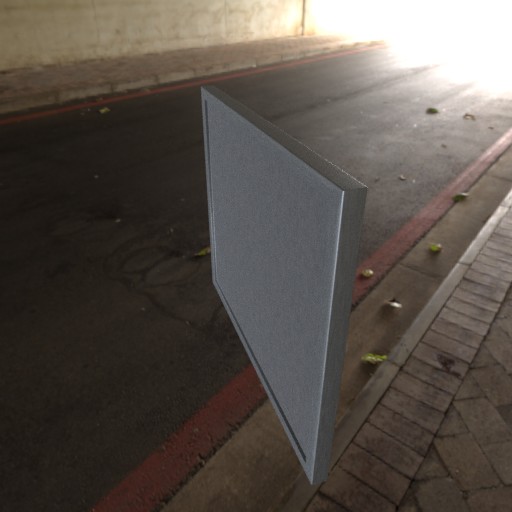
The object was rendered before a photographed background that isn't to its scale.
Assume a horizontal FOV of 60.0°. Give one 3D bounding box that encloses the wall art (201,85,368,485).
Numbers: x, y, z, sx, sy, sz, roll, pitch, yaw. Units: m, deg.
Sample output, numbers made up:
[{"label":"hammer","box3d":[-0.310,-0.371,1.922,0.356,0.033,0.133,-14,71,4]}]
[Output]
[{"label":"wall art","box3d":[0.000,0.000,0.752,0.028,0.457,0.556,-10,32,-17]}]
